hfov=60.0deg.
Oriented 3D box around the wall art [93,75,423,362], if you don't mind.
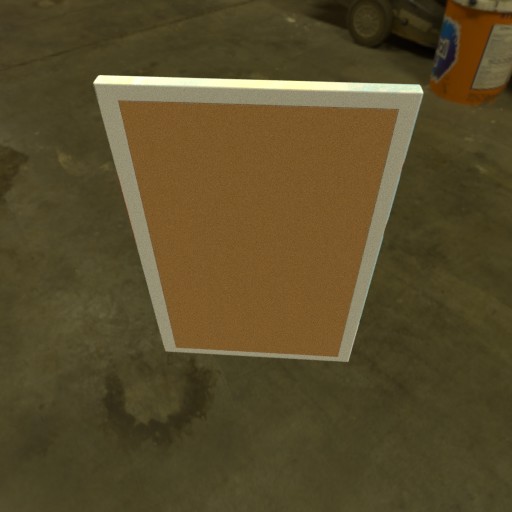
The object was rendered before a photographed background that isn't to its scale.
[{"bbox_3d":[0.000,0.000,1.146,0.605,0.915,0.037,3,46,3],"label":"wall art"}]
